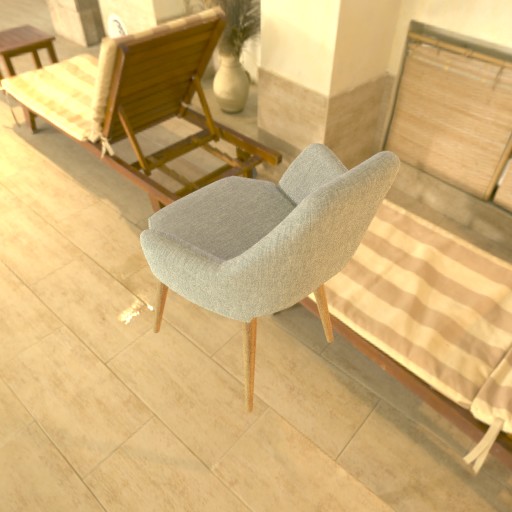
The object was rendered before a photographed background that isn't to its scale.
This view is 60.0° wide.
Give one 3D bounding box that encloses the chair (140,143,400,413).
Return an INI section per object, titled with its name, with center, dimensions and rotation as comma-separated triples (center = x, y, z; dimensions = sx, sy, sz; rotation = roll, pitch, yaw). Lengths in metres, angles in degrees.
[chair]
center = 0.000, 0.000, 1.243
dimensions = 0.590, 0.840, 0.610
rotation = -33, 53, -29
